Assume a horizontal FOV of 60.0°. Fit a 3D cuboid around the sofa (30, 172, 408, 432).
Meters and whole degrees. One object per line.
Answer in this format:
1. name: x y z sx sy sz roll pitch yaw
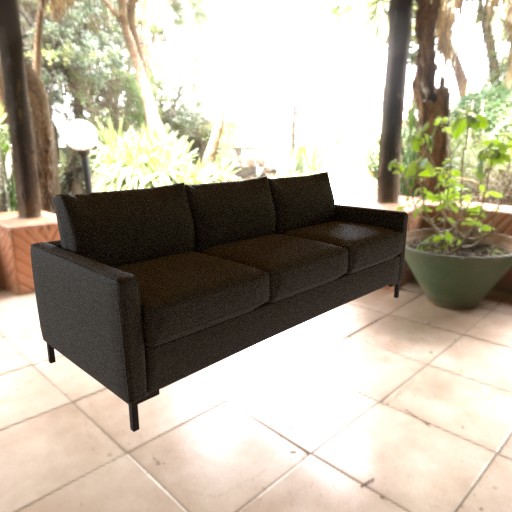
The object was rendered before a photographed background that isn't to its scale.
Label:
1. sofa: 0.000 0.000 2.639 0.876 0.879 2.253 13 19 42
